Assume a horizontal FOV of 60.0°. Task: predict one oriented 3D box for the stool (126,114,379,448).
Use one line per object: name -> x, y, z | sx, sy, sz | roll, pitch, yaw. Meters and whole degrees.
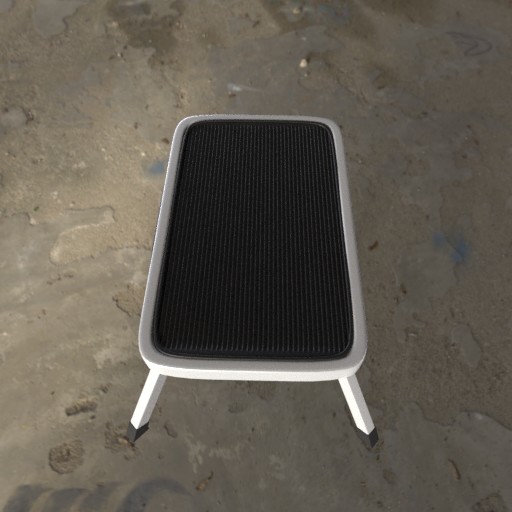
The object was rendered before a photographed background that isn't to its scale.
stool -> 0.000, 0.000, 0.612 | 0.320, 0.170, 0.460 | 1, 57, 1
